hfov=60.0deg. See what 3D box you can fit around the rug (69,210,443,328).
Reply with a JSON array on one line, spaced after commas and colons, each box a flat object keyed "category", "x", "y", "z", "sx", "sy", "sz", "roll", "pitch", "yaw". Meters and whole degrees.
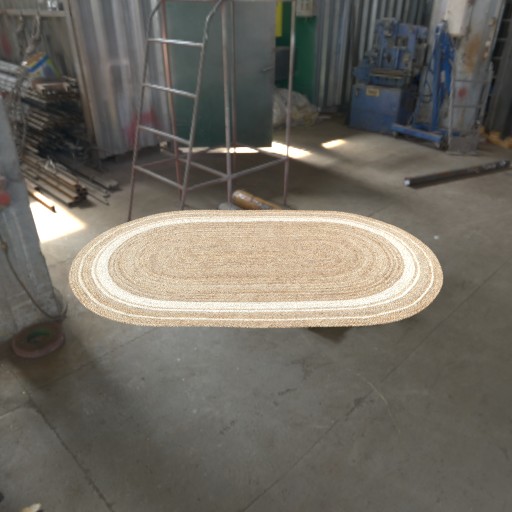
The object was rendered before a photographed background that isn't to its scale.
[{"category": "rug", "x": 0.000, "y": 0.000, "z": 3.003, "sx": 2.432, "sy": 0.006, "sz": 1.520, "roll": 0, "pitch": 30, "yaw": 0}]
